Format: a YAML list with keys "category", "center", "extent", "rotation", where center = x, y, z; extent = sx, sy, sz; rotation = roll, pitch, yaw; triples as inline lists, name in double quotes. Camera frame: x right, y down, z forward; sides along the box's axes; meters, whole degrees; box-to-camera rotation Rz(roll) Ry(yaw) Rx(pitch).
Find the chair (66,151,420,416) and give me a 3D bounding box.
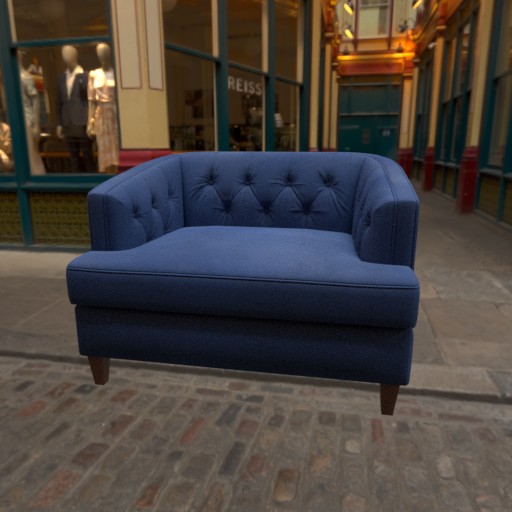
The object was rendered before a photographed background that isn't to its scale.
- category: "chair"
  center: [0.000, 0.000, 1.759]
  extent: [1.118, 0.787, 0.914]
  rotation: [3, 15, 10]
